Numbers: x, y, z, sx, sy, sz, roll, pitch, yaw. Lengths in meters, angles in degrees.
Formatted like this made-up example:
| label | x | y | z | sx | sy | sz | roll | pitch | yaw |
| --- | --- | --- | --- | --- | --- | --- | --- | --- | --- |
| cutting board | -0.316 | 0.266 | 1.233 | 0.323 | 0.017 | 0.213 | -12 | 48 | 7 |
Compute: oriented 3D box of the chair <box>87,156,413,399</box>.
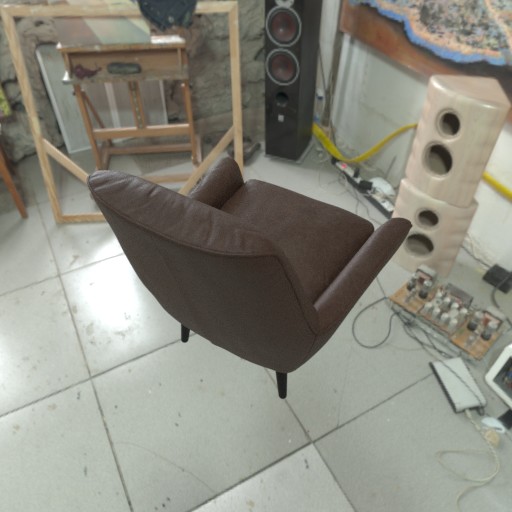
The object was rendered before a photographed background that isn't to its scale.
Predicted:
| label | x | y | z | sx | sy | sz | roll | pitch | yaw |
| --- | --- | --- | --- | --- | --- | --- | --- | --- | --- |
| chair | 0.000 | 0.000 | 1.455 | 0.787 | 0.888 | 0.824 | 24 | 50 | 22 |
